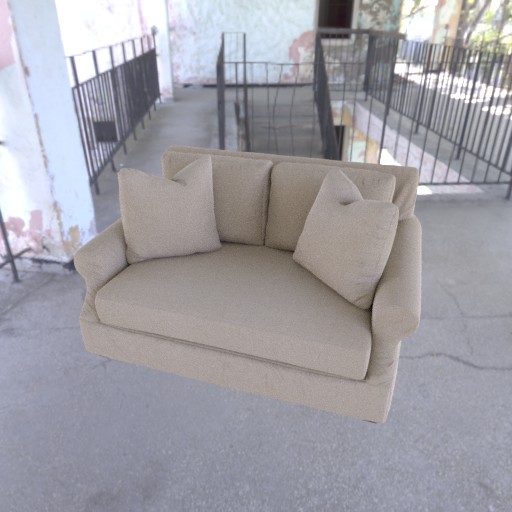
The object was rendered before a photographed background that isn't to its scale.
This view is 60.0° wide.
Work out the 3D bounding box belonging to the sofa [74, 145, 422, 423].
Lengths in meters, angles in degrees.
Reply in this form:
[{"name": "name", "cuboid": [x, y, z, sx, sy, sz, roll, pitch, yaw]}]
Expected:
[{"name": "sofa", "cuboid": [0.000, 0.000, 2.209, 1.550, 0.905, 1.070, 9, 30, 16]}]
